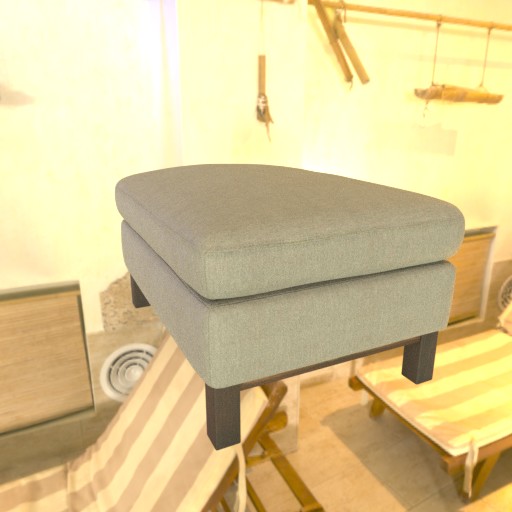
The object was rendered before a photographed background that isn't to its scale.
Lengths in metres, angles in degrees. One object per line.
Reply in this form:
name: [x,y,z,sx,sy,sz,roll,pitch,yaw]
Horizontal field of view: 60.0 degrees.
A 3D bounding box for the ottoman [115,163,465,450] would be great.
ottoman: [0.000,0.000,1.027,0.528,0.404,0.735,-8,18,-25]
